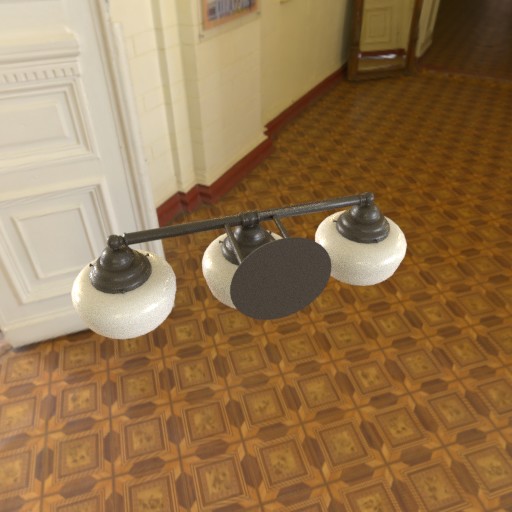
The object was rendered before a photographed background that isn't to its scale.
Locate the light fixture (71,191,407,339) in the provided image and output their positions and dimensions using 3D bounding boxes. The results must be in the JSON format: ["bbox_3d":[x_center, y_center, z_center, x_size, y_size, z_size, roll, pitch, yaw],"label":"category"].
[{"bbox_3d":[0.000,0.000,0.713,0.587,0.242,0.239,-11,40,-13],"label":"light fixture"}]
